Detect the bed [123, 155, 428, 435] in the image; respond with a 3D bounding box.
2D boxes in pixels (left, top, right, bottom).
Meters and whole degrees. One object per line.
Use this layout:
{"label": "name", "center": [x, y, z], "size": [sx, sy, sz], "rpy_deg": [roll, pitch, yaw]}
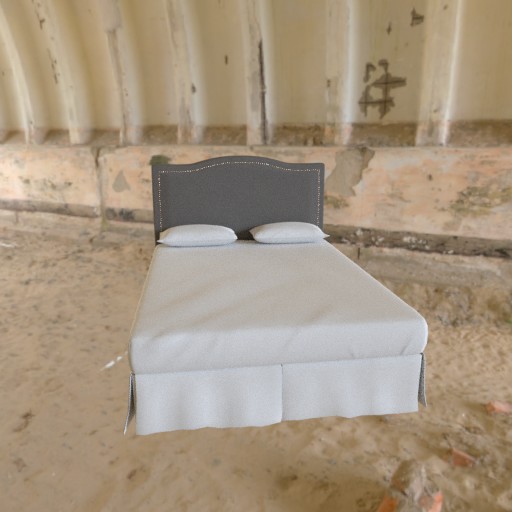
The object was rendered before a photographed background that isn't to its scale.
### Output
{"label": "bed", "center": [0.000, 0.000, 3.464], "size": [1.821, 1.436, 2.282], "rpy_deg": [-2, 16, -8]}
